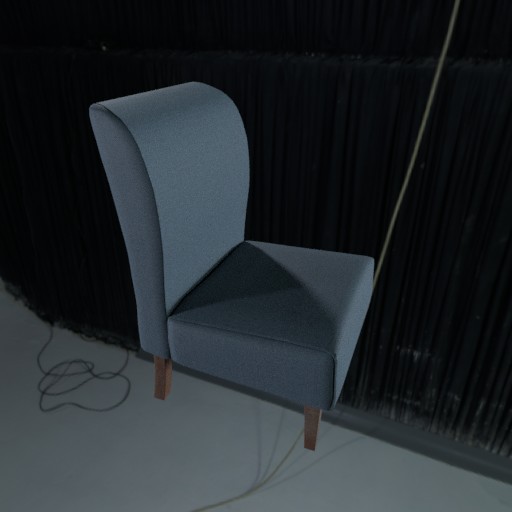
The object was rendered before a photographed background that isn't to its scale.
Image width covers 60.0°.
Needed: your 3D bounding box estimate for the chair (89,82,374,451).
[{"bbox_3d":[0.000,0.000,1.181,0.592,0.804,0.513,10,29,18],"label":"chair"}]
